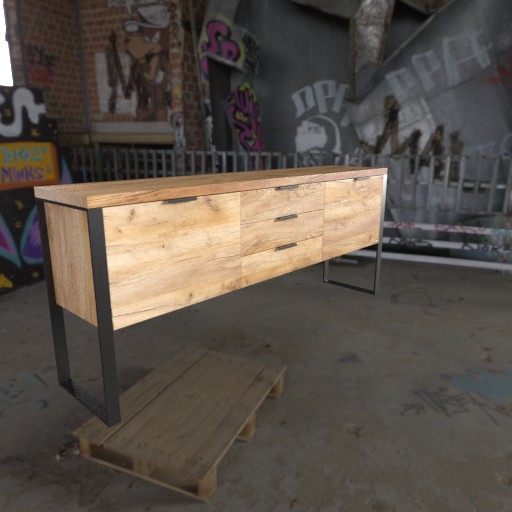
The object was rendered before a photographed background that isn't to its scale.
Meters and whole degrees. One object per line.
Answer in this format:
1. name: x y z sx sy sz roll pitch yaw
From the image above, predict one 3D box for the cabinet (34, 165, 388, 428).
1. cabinet: 0.000 0.000 2.118 0.395 0.762 1.800 13 20 42
